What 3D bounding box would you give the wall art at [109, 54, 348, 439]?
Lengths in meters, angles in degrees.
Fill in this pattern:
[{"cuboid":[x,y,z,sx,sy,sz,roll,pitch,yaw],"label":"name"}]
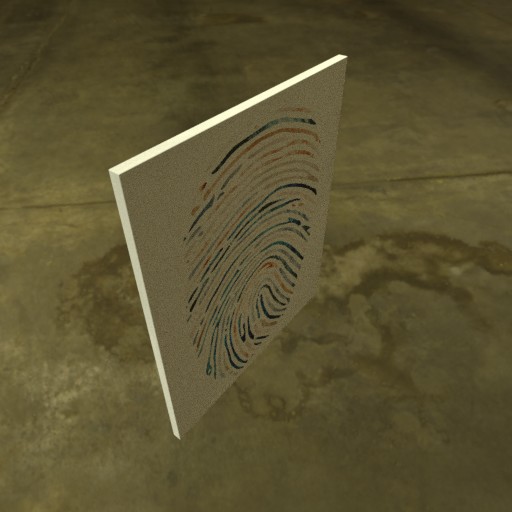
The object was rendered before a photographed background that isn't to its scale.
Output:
[{"cuboid":[0.000,0.000,0.992,0.021,0.710,0.609,27,48,27],"label":"wall art"}]
